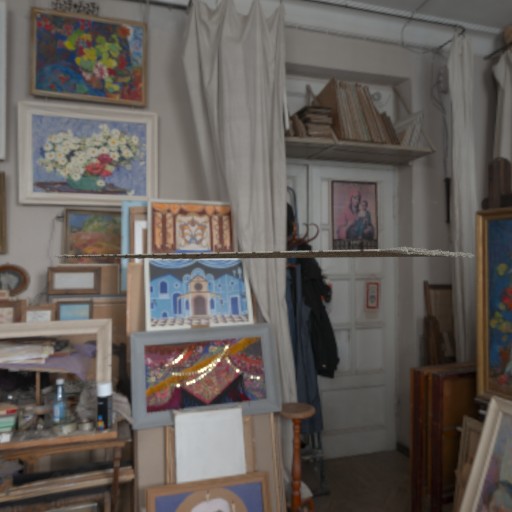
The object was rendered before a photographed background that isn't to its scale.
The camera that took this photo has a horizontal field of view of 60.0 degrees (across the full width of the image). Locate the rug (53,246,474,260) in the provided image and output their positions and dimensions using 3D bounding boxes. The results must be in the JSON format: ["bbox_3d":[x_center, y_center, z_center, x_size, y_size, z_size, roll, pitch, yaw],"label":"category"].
[{"bbox_3d":[0.000,0.000,3.005,2.472,0.035,1.495,-1,-1,35],"label":"rug"}]
